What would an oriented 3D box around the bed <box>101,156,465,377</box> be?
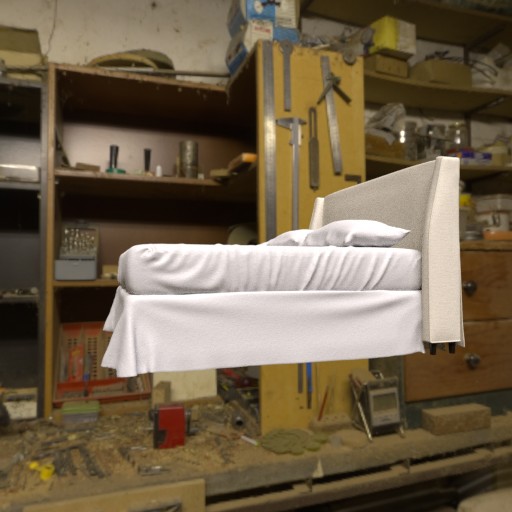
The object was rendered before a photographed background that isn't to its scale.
[{"bbox_3d":[0.000,0.000,3.483,2.276,1.332,1.925,1,-2,-19],"label":"bed"}]
